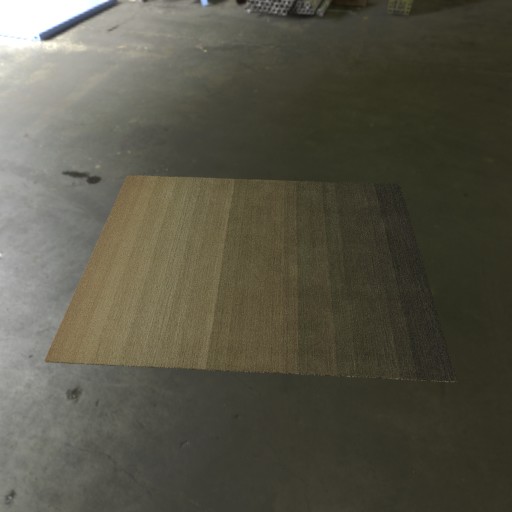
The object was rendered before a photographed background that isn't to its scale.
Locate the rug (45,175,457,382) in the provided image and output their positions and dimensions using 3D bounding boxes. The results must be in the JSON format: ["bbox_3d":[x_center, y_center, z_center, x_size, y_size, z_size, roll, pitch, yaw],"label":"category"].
[{"bbox_3d":[0.000,0.000,3.944,2.932,0.015,2.315,2,45,2],"label":"rug"}]
